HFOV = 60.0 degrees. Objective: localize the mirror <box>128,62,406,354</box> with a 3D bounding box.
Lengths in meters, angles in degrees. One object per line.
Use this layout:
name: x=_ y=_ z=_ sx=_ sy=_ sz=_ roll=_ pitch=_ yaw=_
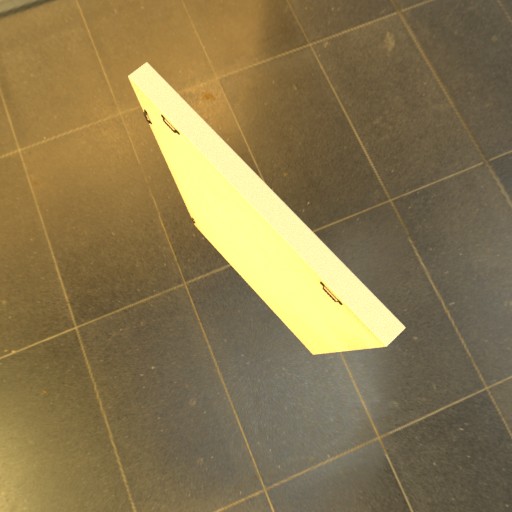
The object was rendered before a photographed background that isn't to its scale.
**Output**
mirror: x=0.000 y=0.000 z=0.932 sx=0.040 sy=0.710 sz=0.507 roll=-41 pitch=80 yaw=-9
